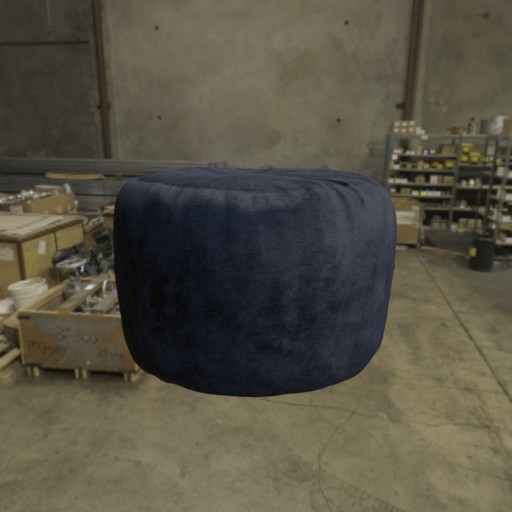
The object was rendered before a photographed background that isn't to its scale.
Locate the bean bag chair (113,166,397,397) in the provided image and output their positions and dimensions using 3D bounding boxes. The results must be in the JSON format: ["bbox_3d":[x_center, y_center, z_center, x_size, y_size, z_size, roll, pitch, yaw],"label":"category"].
[{"bbox_3d":[0.000,0.000,1.998,1.219,0.762,1.219,0,15,0],"label":"bean bag chair"}]
